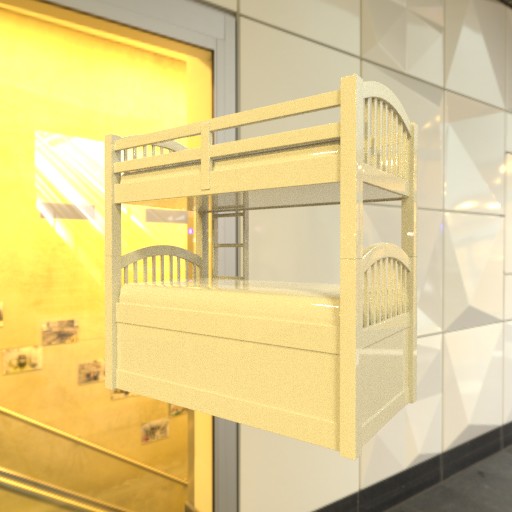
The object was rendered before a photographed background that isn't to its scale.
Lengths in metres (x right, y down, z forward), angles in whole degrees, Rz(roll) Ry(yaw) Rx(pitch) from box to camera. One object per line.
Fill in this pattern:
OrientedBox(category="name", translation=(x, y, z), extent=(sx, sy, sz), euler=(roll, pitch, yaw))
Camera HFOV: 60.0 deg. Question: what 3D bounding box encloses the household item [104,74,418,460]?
OrientedBox(category="household item", translation=(0.000, 0.000, 3.269), extent=(2.032, 2.032, 1.143), euler=(1, 1, 35))
